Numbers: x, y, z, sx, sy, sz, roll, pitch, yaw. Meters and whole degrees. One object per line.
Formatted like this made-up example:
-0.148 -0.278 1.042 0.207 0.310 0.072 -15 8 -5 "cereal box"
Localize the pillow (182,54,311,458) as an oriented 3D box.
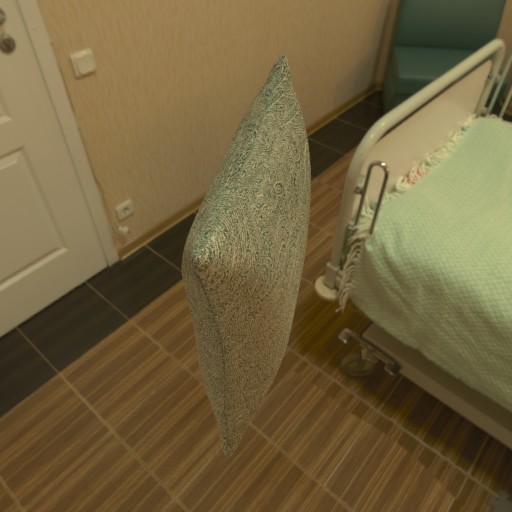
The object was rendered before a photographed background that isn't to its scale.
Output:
0.000 0.000 0.791 0.166 0.507 0.526 9 46 8 "pillow"
